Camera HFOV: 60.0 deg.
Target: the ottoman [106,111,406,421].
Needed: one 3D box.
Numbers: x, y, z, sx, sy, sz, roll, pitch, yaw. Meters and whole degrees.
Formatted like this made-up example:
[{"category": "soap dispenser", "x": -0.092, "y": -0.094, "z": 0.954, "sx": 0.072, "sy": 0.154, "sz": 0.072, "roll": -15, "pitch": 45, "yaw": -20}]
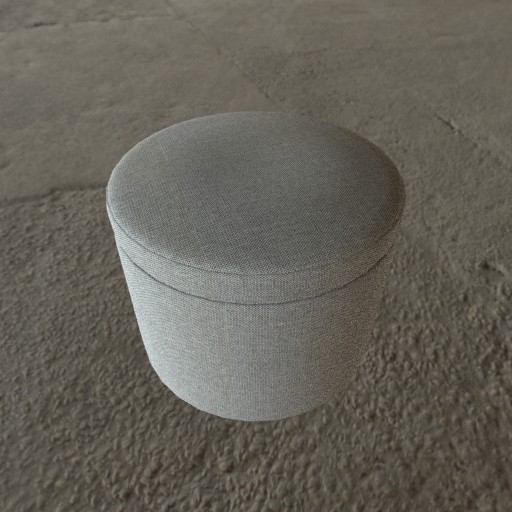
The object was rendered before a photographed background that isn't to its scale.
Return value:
[{"category": "ottoman", "x": 0.000, "y": 0.000, "z": 0.879, "sx": 0.500, "sy": 0.419, "sz": 0.500, "roll": 0, "pitch": 42, "yaw": 0}]
